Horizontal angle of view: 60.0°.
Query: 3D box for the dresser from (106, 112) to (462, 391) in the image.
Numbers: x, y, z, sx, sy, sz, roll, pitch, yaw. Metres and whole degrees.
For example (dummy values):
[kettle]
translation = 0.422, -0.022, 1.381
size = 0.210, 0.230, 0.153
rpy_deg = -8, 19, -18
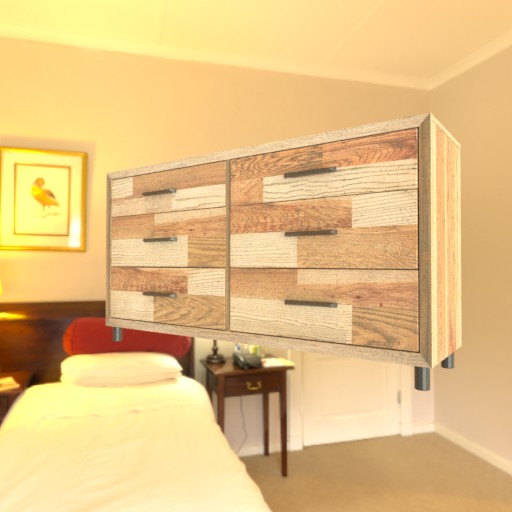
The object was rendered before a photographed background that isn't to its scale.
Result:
[dresser]
translation = 0.000, 0.000, 1.915
size = 1.547, 0.834, 0.487
rpy_deg = -1, -1, 35
